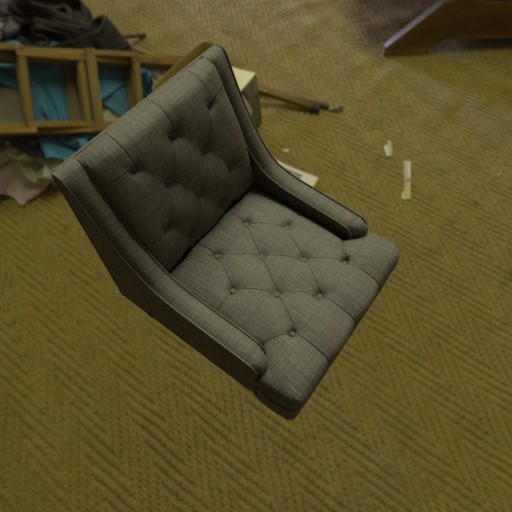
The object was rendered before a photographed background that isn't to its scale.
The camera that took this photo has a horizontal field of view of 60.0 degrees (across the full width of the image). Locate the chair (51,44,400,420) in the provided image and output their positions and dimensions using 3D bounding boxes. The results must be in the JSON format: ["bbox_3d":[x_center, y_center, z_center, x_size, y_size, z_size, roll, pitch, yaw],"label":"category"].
[{"bbox_3d":[0.000,0.000,1.442,0.771,0.891,0.655,32,64,18],"label":"chair"}]
